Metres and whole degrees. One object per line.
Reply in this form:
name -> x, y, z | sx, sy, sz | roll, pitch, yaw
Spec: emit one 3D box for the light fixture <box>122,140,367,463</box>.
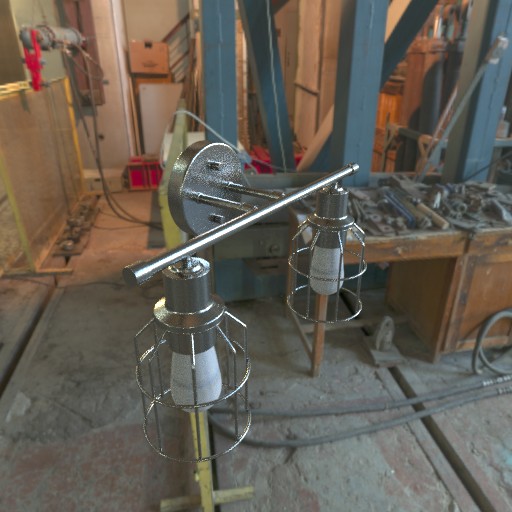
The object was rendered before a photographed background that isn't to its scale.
light fixture -> 0.000, 0.000, 0.531 | 0.165, 0.254, 0.406 | 17, 30, 32
